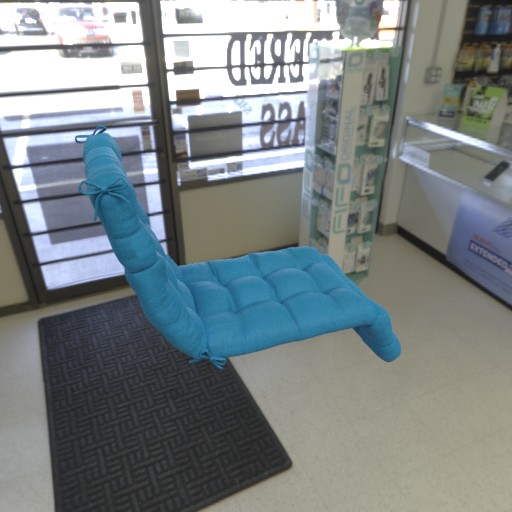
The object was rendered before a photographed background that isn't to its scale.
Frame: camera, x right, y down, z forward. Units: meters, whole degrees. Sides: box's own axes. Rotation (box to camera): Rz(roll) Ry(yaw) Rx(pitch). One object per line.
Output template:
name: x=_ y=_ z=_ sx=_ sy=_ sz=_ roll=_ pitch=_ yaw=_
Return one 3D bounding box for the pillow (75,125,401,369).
pillow: x=0.000 y=0.000 z=1.523 sx=1.016 sy=0.863 sz=0.526 roll=-10 pitch=32 yaw=-18
